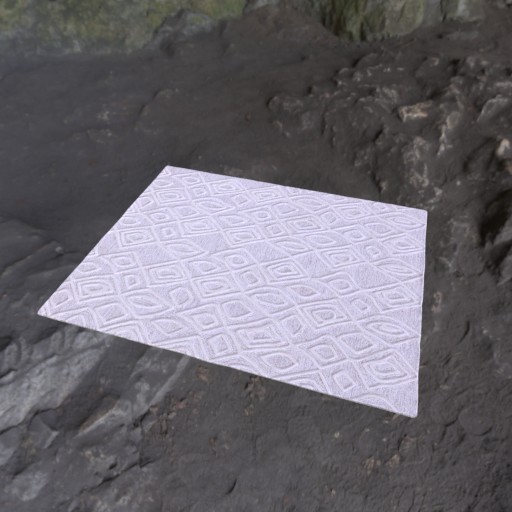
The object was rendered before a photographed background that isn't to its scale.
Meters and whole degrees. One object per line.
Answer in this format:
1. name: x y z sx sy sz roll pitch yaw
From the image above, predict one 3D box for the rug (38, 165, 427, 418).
1. rug: 0.000 0.000 4.183 3.049 0.025 2.449 12 44 13
